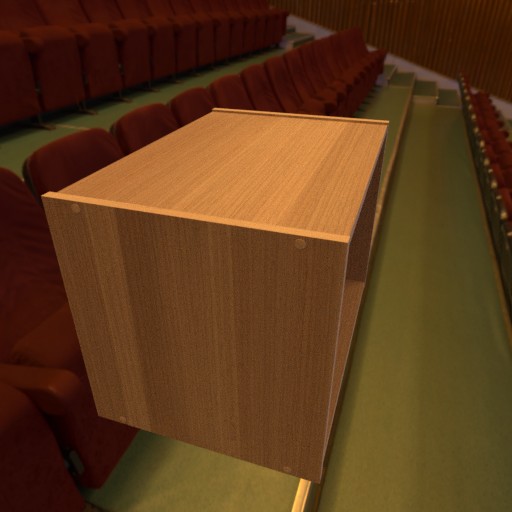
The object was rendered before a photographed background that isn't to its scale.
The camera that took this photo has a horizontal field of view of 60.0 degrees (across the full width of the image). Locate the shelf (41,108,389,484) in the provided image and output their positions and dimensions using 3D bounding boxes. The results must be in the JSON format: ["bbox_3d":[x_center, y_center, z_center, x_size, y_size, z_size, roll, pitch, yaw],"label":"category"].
[{"bbox_3d":[0.000,0.000,0.626,0.290,0.305,0.415,10,32,16],"label":"shelf"}]
